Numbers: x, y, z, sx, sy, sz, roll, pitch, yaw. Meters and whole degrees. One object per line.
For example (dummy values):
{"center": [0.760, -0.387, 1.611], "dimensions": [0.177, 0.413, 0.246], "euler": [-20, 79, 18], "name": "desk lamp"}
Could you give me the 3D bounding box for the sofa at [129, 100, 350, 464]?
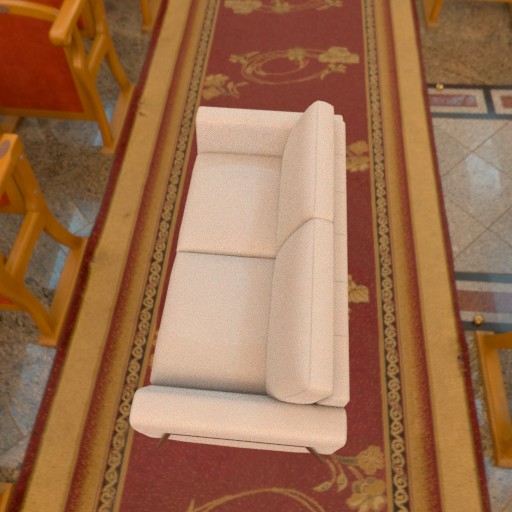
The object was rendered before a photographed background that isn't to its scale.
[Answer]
{"center": [0.000, 0.000, 2.545], "dimensions": [0.953, 0.875, 2.017], "euler": [4, 60, 3], "name": "sofa"}
